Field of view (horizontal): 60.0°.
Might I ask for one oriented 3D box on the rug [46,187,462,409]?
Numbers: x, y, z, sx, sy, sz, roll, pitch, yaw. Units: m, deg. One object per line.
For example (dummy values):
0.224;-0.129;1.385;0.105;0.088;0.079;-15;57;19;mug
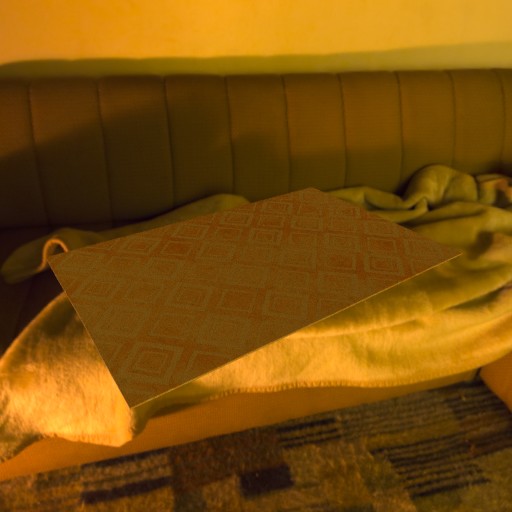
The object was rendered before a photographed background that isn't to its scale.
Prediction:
0.000;0.000;2.320;1.829;0.010;1.213;-19;34;-30;rug
